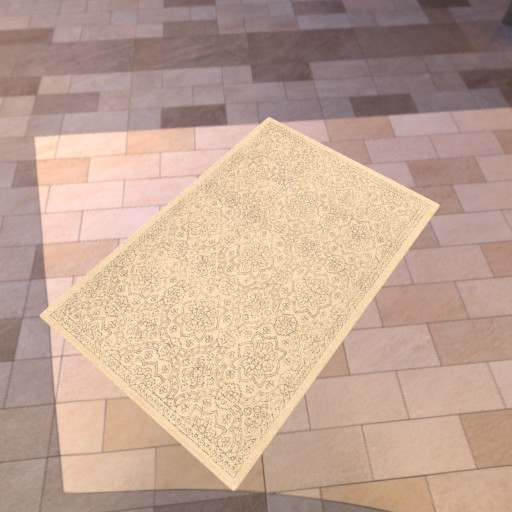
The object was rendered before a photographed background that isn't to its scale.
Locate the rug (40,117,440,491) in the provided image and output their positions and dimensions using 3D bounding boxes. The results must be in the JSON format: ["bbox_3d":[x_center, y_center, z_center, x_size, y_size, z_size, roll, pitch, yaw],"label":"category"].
[{"bbox_3d":[0.000,0.000,2.319,1.219,0.010,1.829,33,63,20],"label":"rug"}]
